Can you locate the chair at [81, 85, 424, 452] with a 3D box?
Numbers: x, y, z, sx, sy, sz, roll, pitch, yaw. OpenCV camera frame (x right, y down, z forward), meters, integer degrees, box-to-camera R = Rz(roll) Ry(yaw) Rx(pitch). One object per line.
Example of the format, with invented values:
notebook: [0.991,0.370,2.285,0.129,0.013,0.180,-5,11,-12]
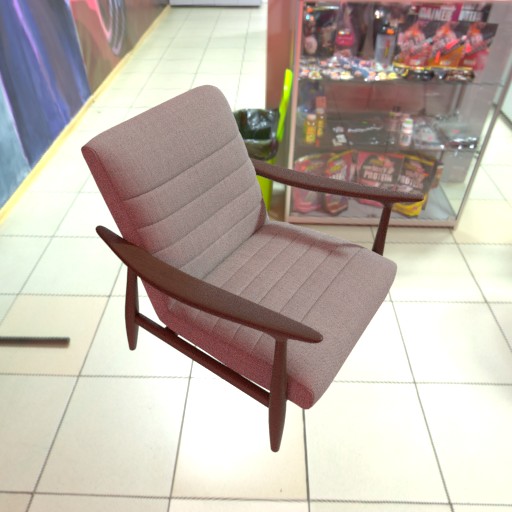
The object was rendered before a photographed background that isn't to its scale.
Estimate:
chair: [0.000,0.000,1.445,0.798,0.832,0.741,24,46,25]
